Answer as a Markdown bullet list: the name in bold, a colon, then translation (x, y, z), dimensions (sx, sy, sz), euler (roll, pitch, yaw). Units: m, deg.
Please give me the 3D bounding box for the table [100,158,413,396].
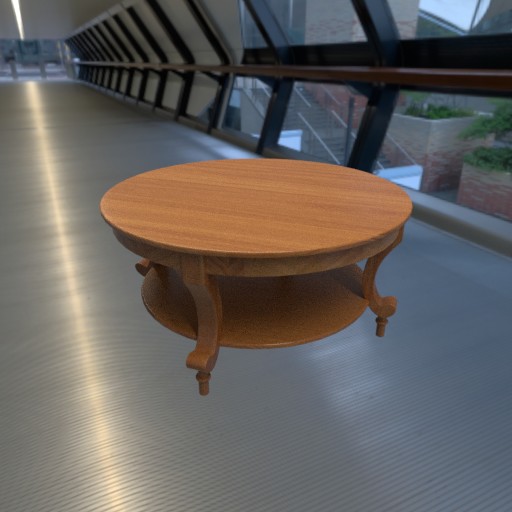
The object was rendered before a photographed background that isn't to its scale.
- **table**: translation (0.000, 0.000, 1.623), dimensions (1.029, 0.490, 1.029), euler (0, 25, 0)
